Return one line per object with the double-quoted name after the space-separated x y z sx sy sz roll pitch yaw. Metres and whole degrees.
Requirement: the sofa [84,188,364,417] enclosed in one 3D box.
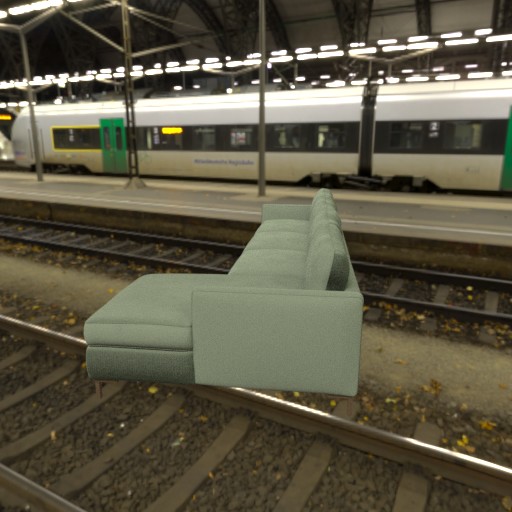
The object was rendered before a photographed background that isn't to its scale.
0.000 0.000 3.221 1.255 0.756 2.725 2 15 7 "sofa"
